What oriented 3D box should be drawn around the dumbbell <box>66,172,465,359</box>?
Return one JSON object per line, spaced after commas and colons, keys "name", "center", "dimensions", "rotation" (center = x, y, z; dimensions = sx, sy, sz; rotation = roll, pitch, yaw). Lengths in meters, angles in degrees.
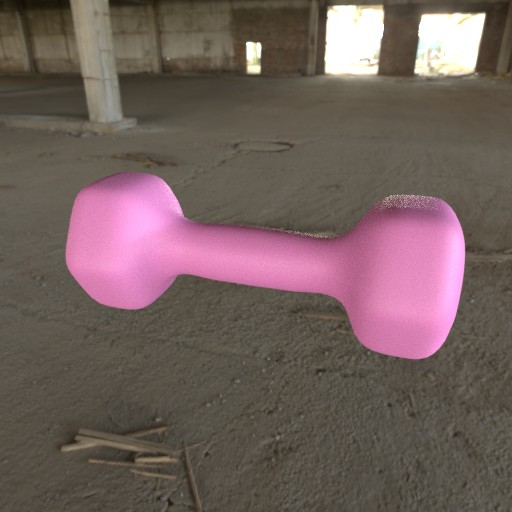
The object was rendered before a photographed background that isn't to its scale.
{"name": "dumbbell", "center": [0.000, 0.000, 0.188], "dimensions": [0.159, 0.058, 0.064], "rotation": [8, 26, 16]}
